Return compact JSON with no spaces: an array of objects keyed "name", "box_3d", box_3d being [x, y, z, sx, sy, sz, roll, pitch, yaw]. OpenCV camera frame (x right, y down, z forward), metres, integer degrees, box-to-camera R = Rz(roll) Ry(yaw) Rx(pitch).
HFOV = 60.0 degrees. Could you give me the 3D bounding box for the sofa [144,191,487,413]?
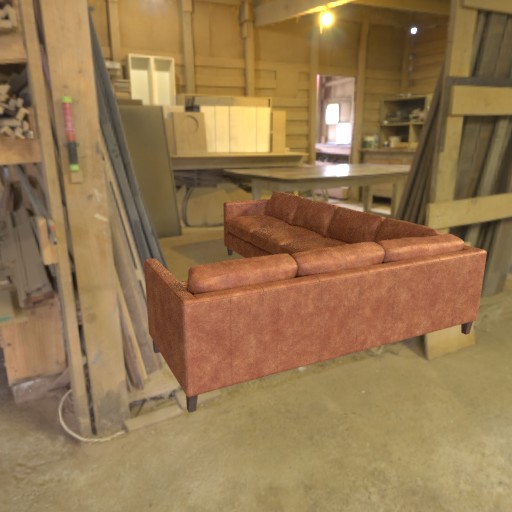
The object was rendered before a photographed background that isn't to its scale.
[{"name":"sofa","box_3d":[0.000,0.000,4.300,2.438,0.838,3.167,-8,17,-25]}]
